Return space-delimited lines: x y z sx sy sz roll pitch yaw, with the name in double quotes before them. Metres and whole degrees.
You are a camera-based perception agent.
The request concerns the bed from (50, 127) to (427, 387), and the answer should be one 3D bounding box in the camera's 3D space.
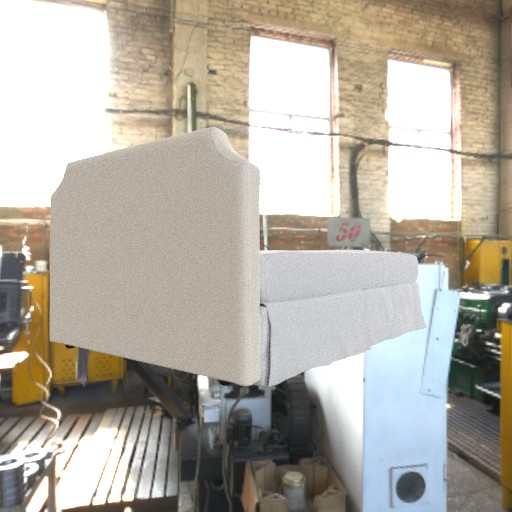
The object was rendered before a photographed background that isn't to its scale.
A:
"bed" 0.000 0.000 3.587 1.977 1.293 2.498 0 0 38
